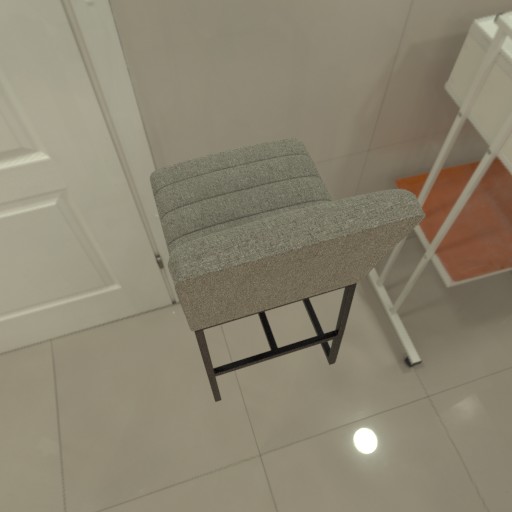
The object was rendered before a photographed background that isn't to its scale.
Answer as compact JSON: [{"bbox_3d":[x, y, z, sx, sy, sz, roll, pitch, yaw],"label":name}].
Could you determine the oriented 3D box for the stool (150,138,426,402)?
[{"bbox_3d":[0.000,0.000,1.251,0.460,0.940,0.560,-15,59,-9],"label":"stool"}]
